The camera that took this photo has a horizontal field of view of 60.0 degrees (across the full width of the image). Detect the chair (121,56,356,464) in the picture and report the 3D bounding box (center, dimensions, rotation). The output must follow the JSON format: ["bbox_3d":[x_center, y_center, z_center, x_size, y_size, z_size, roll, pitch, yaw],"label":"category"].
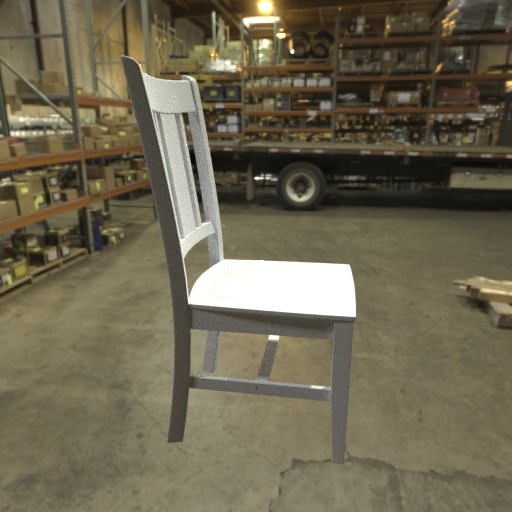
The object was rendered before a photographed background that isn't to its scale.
[{"bbox_3d":[0.000,0.000,1.257,0.555,0.998,0.450,3,17,9],"label":"chair"}]
